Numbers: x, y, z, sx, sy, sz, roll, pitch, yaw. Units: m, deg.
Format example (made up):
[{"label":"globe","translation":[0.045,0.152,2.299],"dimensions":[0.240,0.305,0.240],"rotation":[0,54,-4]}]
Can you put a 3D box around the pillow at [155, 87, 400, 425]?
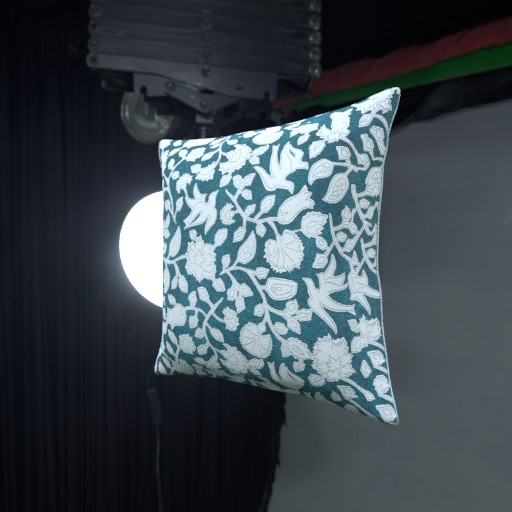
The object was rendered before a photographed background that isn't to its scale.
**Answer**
[{"label":"pillow","translation":[0.000,0.000,0.814],"dimensions":[0.525,0.508,0.166],"rotation":[0,0,35]}]
